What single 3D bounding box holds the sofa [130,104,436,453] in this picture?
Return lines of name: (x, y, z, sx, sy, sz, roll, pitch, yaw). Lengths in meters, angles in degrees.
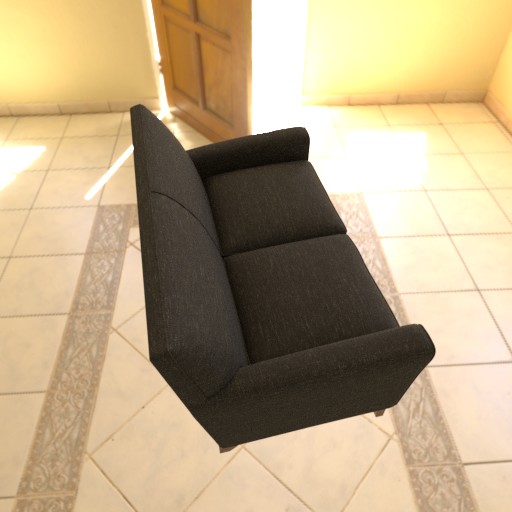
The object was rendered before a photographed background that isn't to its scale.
sofa: (0.000, 0.000, 1.943, 0.875, 0.846, 1.420, -10, 47, -9)
